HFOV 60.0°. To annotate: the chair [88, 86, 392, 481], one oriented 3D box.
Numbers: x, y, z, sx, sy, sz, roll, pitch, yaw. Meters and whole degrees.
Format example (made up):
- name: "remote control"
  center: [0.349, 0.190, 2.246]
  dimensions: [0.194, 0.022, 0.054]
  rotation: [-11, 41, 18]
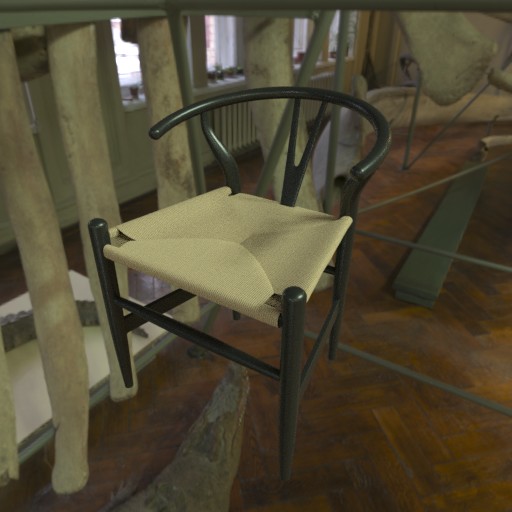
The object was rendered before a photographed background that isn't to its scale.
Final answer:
- name: "chair"
  center: [0.000, 0.000, 1.128]
  dimensions: [0.570, 0.739, 0.570]
  rotation: [18, 35, 28]
